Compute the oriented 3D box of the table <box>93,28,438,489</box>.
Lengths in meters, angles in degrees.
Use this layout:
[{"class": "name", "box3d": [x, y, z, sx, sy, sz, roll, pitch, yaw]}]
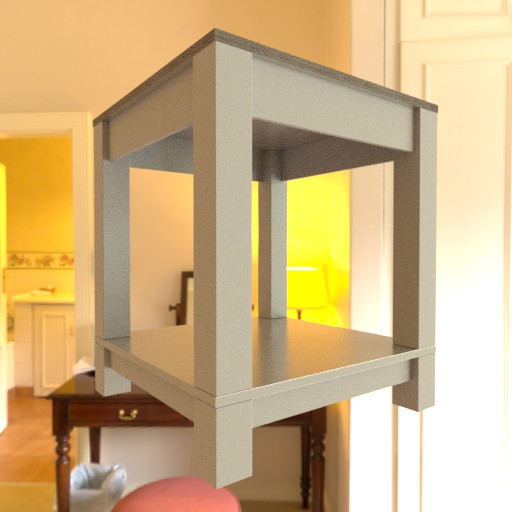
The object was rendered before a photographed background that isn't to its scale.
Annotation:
[{"class": "table", "box3d": [0.000, 0.000, 0.916, 0.506, 0.587, 0.504, -1, 1, -37]}]
